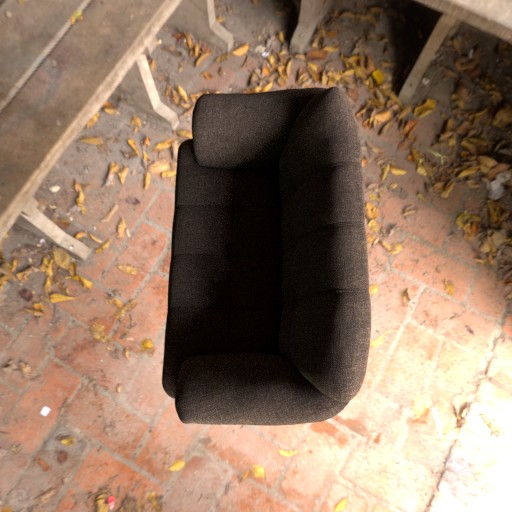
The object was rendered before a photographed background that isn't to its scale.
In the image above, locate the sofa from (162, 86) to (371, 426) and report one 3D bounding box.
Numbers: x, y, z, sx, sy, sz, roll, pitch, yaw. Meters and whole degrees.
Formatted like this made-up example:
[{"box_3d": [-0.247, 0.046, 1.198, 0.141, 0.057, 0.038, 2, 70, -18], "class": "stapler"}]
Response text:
[{"box_3d": [0.000, 0.000, 2.006, 0.799, 0.895, 1.404, 1, 74, 0], "class": "sofa"}]
